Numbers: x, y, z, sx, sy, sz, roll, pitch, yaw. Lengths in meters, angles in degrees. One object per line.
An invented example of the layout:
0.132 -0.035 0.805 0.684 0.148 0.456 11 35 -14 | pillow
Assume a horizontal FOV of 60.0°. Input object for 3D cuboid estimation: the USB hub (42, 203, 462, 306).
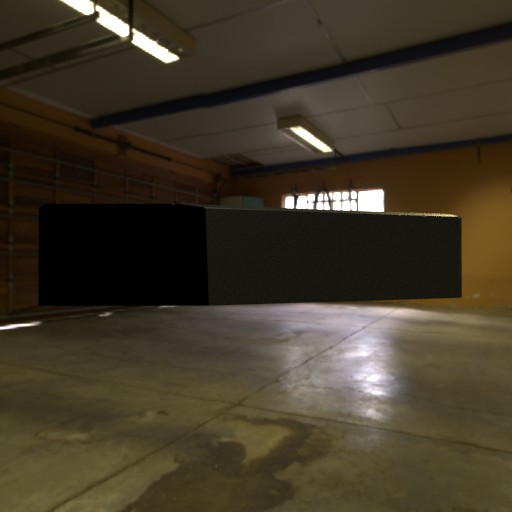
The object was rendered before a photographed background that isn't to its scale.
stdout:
0.000 0.000 0.127 0.110 0.023 0.044 0 -1 -18 | USB hub
